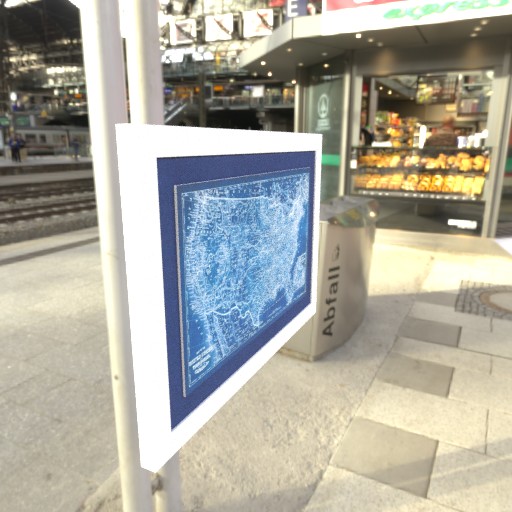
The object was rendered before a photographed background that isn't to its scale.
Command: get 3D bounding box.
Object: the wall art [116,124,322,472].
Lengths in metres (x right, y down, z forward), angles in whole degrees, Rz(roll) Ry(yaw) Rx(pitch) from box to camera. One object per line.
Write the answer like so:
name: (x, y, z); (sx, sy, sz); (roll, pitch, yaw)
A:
wall art: (0.000, 0.000, 1.661); (0.051, 0.902, 1.308); (7, 16, 26)
